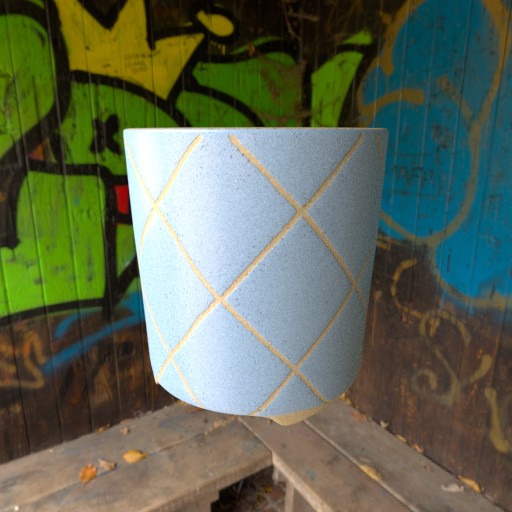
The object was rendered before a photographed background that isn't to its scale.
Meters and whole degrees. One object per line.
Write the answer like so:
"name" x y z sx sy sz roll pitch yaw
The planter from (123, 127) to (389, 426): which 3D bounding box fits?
"planter" 0.000 0.000 0.426 0.227 0.235 0.227 0 15 0
